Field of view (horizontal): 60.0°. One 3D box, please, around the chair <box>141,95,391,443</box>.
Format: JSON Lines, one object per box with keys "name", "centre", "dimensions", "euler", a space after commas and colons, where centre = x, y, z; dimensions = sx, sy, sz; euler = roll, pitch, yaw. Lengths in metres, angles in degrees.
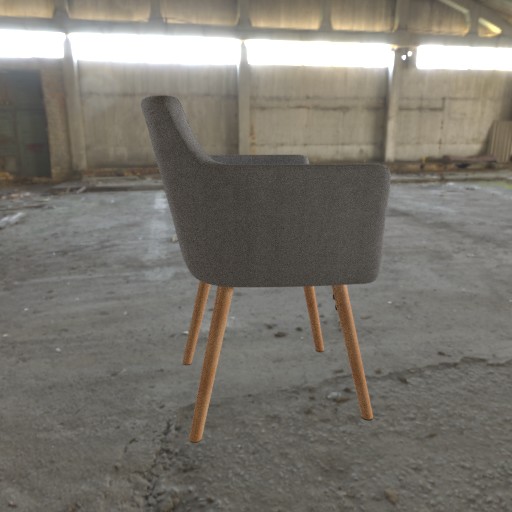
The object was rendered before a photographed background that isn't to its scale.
{"name": "chair", "centre": [0.000, 0.000, 1.167], "dimensions": [0.540, 0.780, 0.570], "euler": [-3, 15, -11]}
